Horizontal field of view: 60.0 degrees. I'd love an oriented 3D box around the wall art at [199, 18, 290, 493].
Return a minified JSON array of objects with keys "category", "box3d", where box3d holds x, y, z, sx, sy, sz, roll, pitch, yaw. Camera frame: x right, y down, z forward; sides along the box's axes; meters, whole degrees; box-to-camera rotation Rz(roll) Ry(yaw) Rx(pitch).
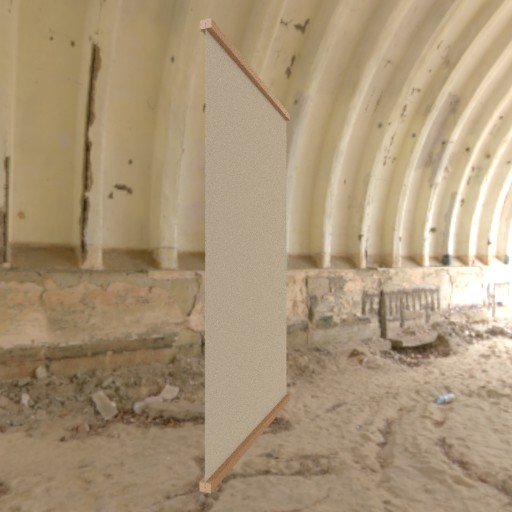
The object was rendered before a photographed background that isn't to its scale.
[{"category":"wall art","box3d":[0.000,0.000,1.884,0.040,1.510,0.991,0,-1,19]}]
